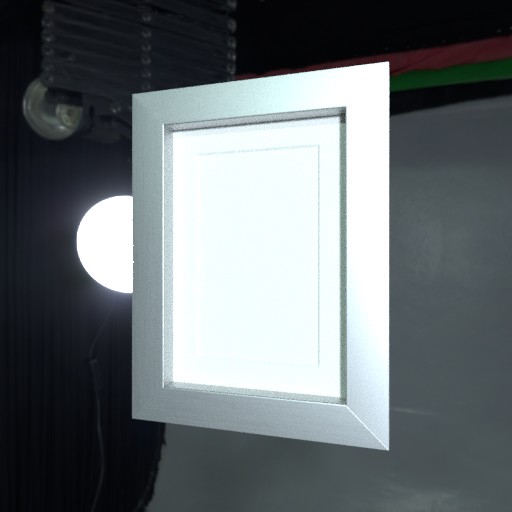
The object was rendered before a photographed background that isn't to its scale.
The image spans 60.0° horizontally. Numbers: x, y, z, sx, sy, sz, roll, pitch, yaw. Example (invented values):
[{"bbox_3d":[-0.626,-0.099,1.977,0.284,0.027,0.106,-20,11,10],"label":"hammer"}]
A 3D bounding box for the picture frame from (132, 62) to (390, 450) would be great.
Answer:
[{"bbox_3d":[0.000,0.000,0.273,0.157,0.208,0.028,0,0,18],"label":"picture frame"}]
